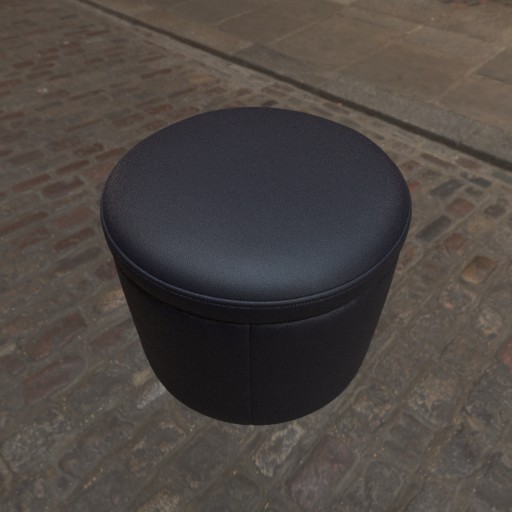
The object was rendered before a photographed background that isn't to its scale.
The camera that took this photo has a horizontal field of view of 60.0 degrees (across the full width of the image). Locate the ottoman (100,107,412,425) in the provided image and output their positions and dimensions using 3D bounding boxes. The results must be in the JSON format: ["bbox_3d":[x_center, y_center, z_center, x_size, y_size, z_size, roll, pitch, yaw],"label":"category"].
[{"bbox_3d":[0.000,0.000,0.848,0.501,0.409,0.501,0,46,0],"label":"ottoman"}]
